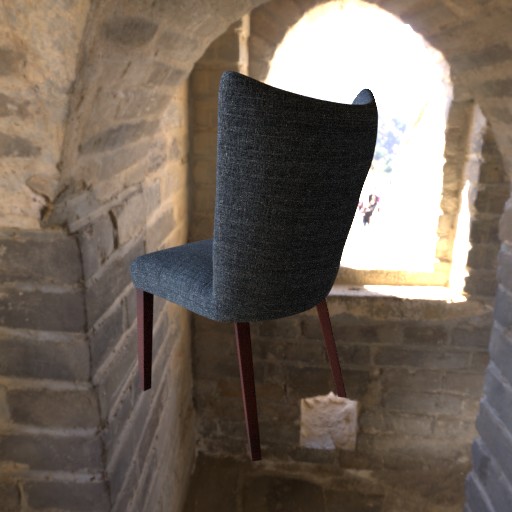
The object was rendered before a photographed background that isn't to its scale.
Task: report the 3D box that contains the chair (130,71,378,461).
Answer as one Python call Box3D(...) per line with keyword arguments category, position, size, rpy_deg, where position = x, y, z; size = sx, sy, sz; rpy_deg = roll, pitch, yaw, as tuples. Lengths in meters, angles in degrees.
Box3D(category="chair", position=(0.000, 0.000, 1.281), size=(0.623, 0.924, 0.535), rpy_deg=(15, 21, 42))
